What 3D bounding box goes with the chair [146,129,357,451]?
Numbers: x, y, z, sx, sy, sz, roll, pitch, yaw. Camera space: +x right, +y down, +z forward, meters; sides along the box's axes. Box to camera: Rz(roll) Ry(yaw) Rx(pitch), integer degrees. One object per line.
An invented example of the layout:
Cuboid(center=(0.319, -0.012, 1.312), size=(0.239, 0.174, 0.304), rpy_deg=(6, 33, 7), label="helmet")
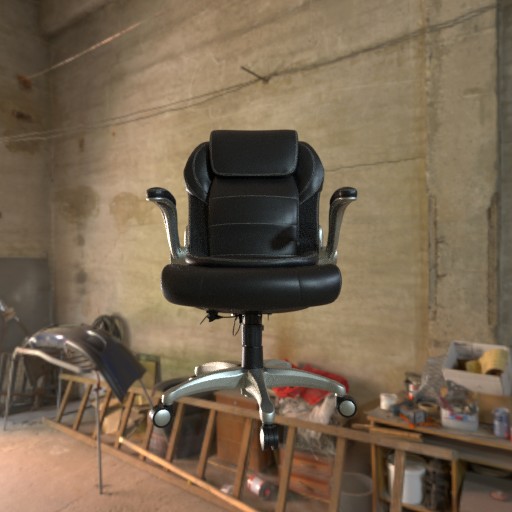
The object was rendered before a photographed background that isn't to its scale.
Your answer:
Cuboid(center=(0.000, 0.000, 1.669), size=(0.724, 1.141, 0.801), rpy_deg=(0, -1, 1), label="chair")
